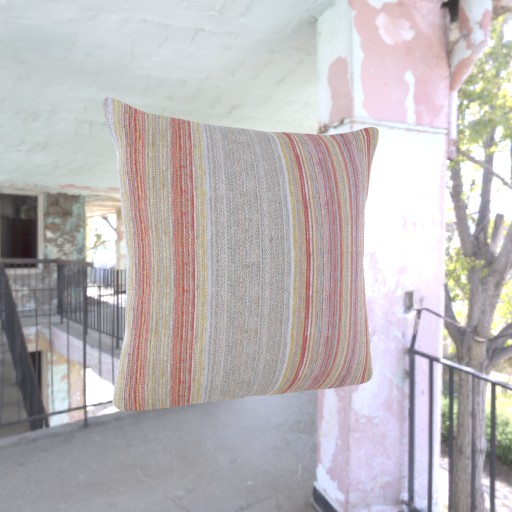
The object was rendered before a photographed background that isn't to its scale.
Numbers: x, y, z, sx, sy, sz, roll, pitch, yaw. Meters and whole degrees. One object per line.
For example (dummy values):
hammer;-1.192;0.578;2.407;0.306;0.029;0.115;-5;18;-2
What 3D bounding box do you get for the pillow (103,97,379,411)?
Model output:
pillow;0.000;0.000;0.694;0.451;0.449;0.191;0;1;-19
